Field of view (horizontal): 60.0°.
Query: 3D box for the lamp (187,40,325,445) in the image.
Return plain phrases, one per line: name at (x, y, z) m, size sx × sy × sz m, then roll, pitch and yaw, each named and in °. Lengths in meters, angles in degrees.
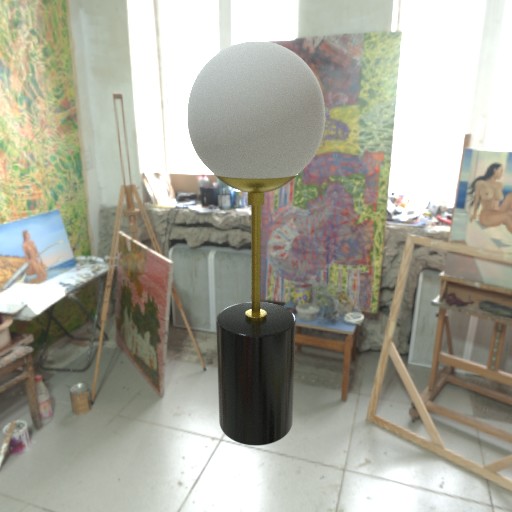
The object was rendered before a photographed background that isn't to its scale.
lamp at (0.000, 0.000, 0.546) m, size 0.153 × 0.480 × 0.153 m, roll 0°, pitch 18°, yaw 0°
